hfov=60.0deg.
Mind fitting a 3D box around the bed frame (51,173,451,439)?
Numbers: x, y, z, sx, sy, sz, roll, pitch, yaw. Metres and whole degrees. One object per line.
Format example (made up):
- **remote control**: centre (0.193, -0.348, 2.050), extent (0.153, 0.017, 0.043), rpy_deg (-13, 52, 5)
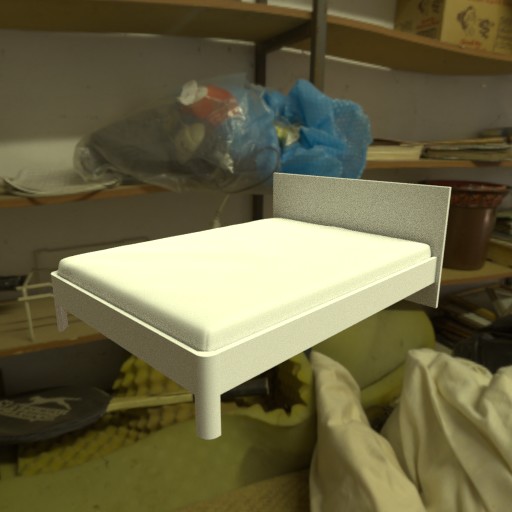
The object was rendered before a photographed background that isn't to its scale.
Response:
- **bed frame**: centre (0.000, 0.000, 2.713), extent (1.950, 0.800, 1.490), rpy_deg (-15, 21, -43)
